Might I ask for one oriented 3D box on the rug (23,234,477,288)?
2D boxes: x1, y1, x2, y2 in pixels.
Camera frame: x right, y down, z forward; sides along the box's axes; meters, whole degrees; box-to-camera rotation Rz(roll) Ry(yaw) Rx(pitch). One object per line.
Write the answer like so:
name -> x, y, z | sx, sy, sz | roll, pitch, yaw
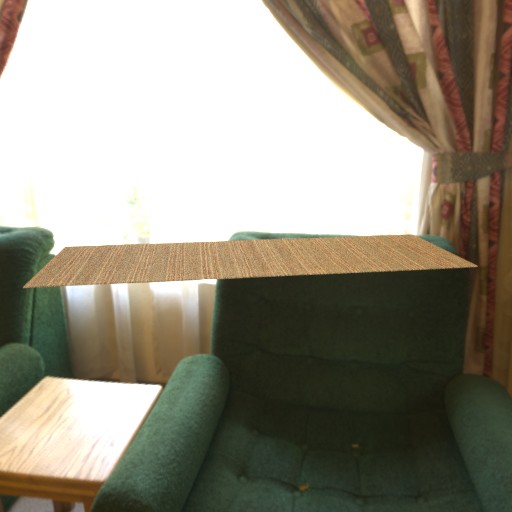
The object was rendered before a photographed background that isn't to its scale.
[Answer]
rug -> 0.000, 0.000, 2.722 | 2.438, 0.006, 0.783 | -2, 17, -8
